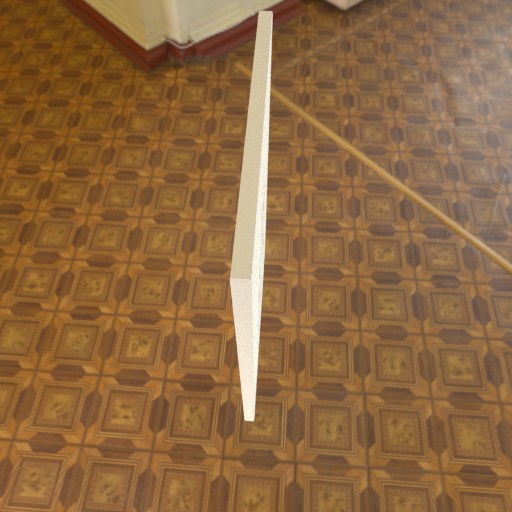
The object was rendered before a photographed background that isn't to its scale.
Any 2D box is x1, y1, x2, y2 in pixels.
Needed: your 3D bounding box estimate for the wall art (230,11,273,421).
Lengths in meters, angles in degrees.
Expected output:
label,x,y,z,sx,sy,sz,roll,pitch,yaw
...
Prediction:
label,x,y,z,sx,sy,sz,roll,pitch,yaw
wall art,0.000,0.000,0.598,0.015,0.477,0.332,3,58,2
